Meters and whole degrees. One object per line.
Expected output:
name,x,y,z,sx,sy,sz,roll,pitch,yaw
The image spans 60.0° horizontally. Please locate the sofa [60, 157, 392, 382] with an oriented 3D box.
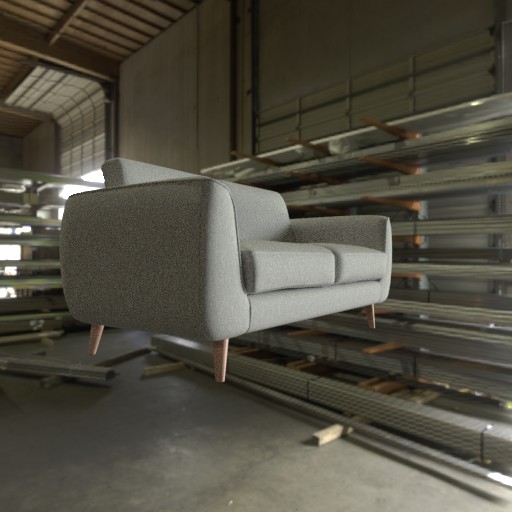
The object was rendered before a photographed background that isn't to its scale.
sofa,0.000,0.000,2.251,0.920,0.850,1.700,0,0,36
